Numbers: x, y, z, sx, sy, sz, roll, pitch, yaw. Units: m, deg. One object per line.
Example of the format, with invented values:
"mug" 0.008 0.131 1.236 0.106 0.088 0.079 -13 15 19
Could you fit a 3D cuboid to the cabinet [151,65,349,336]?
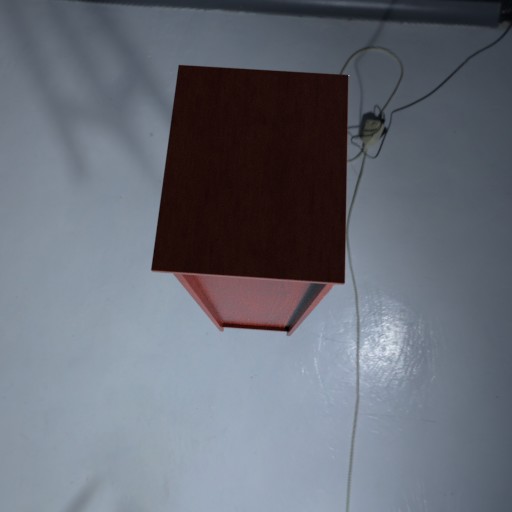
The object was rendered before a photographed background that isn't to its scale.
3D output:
"cabinet" 0.000 0.000 1.709 0.401 1.518 0.500 4 75 1
